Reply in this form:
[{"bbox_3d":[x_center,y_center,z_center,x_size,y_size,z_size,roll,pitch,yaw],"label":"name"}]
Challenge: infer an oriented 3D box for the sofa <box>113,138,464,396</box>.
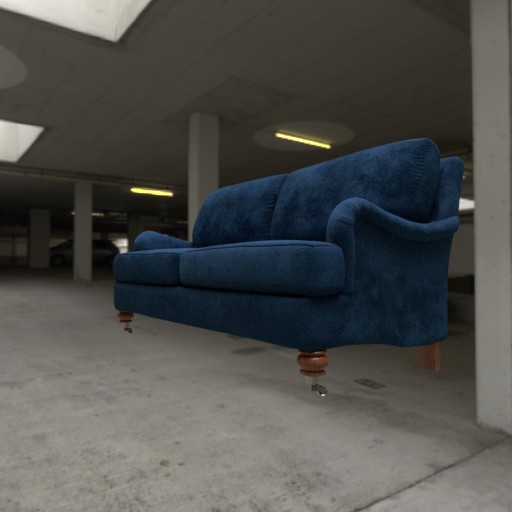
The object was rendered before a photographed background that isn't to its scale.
[{"bbox_3d":[0.000,0.000,2.692,1.084,1.101,2.141,1,-2,-37],"label":"sofa"}]
